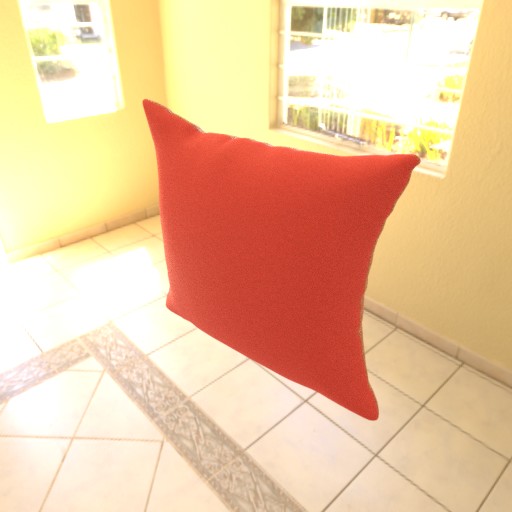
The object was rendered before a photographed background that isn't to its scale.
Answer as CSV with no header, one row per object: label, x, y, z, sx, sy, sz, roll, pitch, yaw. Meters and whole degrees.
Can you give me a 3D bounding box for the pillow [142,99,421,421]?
pillow,0.000,0.000,0.829,0.559,0.501,0.229,21,37,31
